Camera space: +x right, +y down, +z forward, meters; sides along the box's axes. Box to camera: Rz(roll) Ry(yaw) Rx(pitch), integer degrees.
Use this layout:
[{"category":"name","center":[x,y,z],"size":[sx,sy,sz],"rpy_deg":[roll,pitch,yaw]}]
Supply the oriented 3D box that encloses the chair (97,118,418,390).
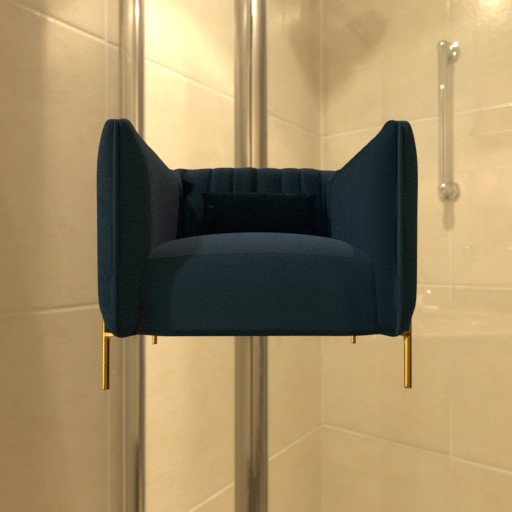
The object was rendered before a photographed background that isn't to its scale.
[{"category":"chair","center":[0.000,0.000,1.648],"size":[0.947,0.793,0.877],"rpy_deg":[0,0,-1]}]
